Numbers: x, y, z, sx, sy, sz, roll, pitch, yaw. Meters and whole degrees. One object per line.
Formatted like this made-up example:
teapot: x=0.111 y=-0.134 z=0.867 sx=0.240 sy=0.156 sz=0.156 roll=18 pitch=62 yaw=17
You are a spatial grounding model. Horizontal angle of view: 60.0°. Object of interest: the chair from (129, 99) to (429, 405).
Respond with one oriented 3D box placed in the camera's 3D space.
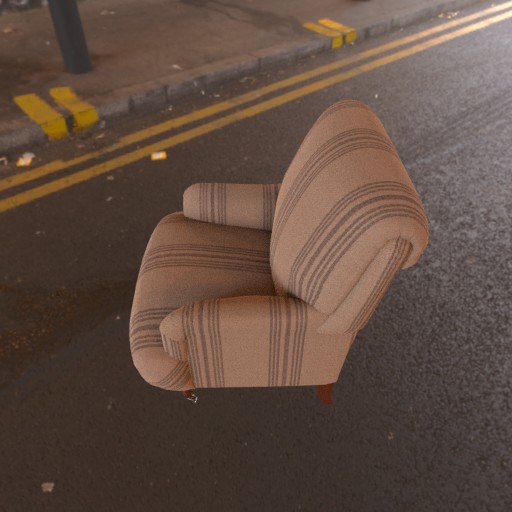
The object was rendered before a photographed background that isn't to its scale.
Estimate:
chair: x=0.000 y=0.000 z=1.624 sx=0.914 sy=0.940 sz=0.813 roll=-1 pitch=42 yaw=-1
